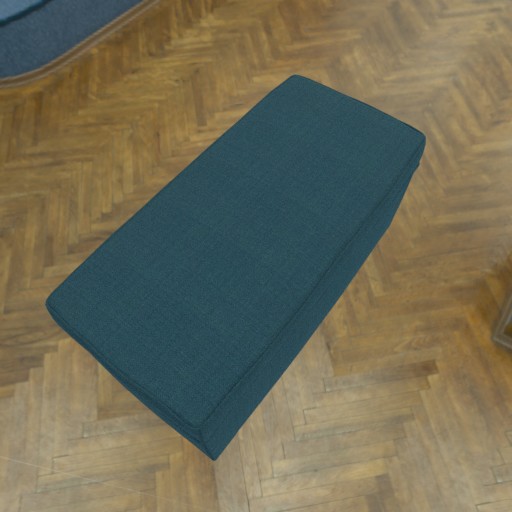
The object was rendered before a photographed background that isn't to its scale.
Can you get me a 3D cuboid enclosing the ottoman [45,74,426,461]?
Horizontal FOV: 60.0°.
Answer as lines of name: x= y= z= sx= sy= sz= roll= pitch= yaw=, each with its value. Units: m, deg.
ottoman: x=0.000 y=0.000 z=1.220 sx=0.474 sy=0.474 sz=0.943 roll=33 pitch=65 yaw=18
